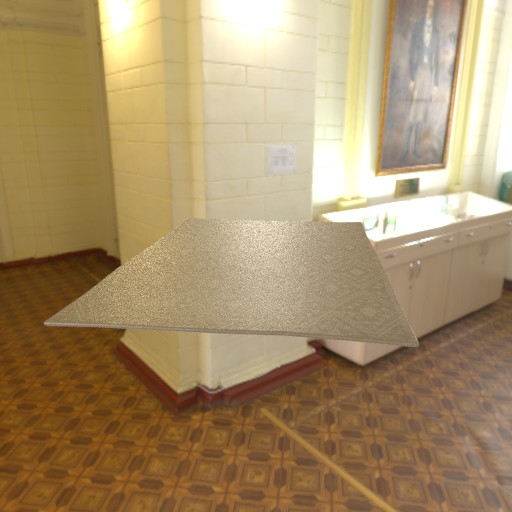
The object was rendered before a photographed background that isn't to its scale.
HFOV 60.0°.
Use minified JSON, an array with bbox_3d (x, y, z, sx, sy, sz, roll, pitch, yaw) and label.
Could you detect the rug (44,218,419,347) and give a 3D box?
[{"bbox_3d":[0.000,0.000,2.312,1.252,0.034,1.829,2,16,7],"label":"rug"}]
